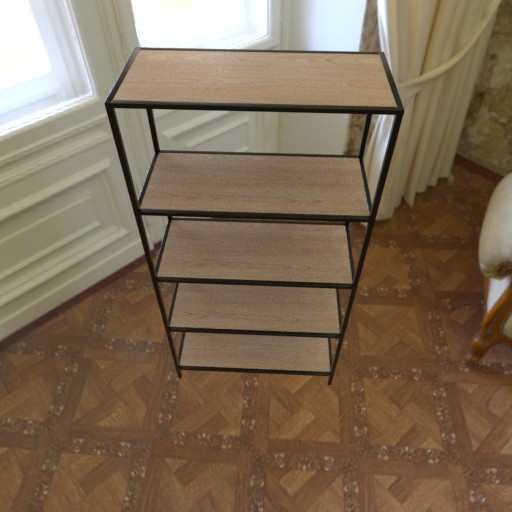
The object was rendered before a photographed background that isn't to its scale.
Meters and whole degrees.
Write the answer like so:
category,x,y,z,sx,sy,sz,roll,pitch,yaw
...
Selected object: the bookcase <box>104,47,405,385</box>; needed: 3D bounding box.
category,x,y,z,sx,sy,sz,roll,pitch,yaw
bookcase,0.000,0.000,1.800,0.770,1.500,0.350,2,47,2
